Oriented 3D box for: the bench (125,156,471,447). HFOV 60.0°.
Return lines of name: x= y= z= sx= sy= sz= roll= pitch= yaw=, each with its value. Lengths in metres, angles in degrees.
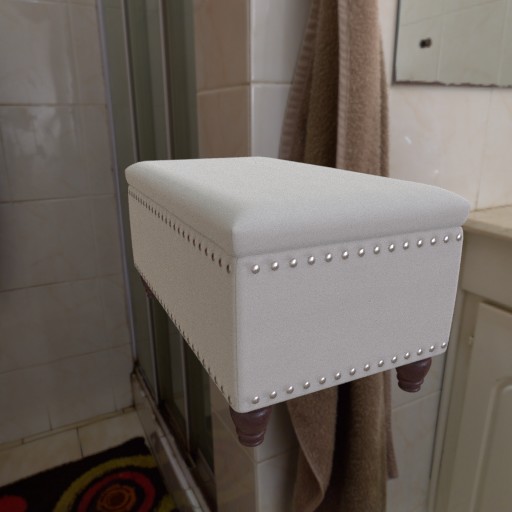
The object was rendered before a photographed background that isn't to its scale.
bench: x=0.000 y=0.000 z=1.181 sx=0.500 sy=0.449 sz=0.887 roll=-8 pitch=19 yaw=-24
